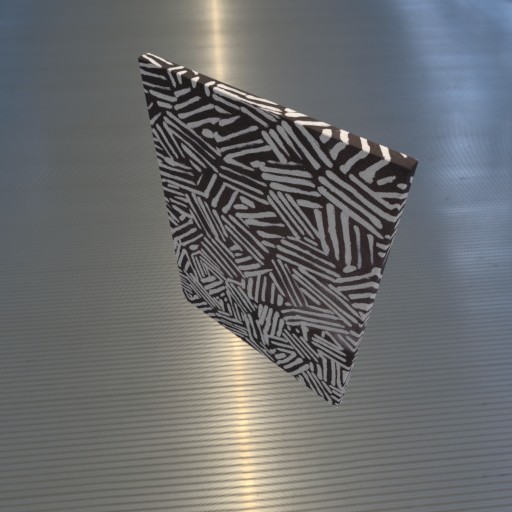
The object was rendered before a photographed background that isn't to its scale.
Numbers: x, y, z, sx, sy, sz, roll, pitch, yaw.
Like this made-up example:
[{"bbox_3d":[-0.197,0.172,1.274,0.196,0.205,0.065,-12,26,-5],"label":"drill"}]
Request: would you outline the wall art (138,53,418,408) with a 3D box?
[{"bbox_3d":[0.000,0.000,1.360,0.765,1.017,0.038,31,54,26],"label":"wall art"}]
